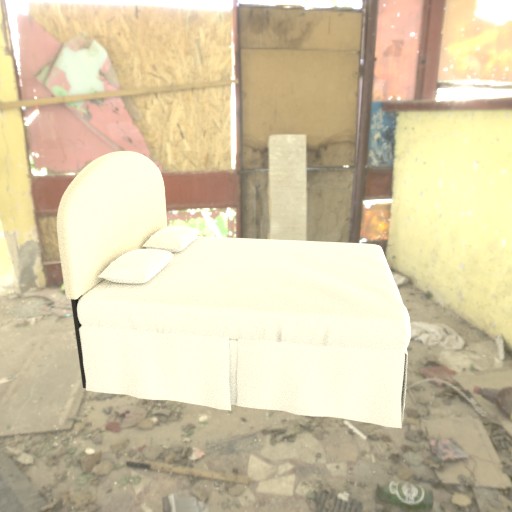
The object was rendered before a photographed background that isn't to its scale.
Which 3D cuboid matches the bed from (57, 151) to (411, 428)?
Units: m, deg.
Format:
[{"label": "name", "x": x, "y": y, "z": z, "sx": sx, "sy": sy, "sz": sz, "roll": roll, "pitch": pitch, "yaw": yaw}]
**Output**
[{"label": "bed", "x": 0.000, "y": 0.000, "z": 3.119, "sx": 2.005, "sy": 1.410, "sz": 1.607, "roll": 3, "pitch": 18, "yaw": 9}]
